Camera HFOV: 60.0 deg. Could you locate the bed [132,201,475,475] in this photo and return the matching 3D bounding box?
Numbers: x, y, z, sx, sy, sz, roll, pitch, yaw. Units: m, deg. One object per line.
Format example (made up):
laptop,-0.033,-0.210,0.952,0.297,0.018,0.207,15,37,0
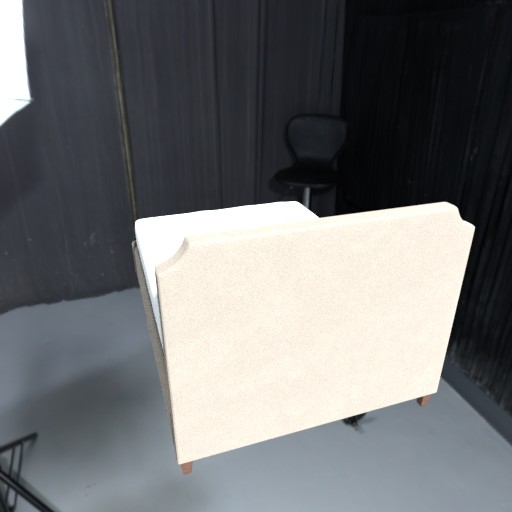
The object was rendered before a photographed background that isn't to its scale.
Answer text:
bed,0.000,0.000,3.362,1.703,1.415,2.329,-9,27,-17
